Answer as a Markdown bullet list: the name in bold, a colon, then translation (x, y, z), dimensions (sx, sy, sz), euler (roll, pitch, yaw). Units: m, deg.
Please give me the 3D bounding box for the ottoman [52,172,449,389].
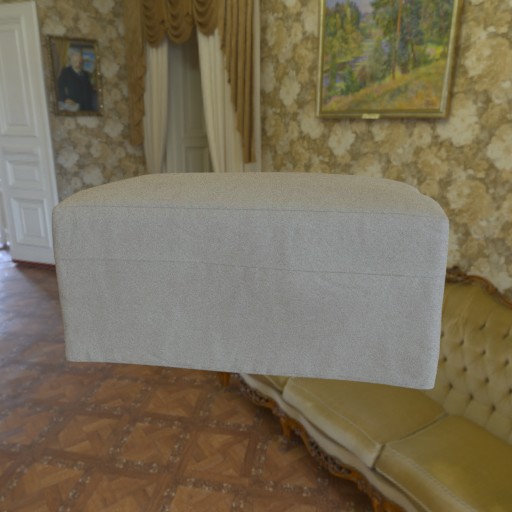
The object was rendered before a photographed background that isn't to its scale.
- **ottoman**: translation (0.000, 0.000, 1.214), dimensions (0.872, 0.444, 0.590), euler (2, 16, 8)
